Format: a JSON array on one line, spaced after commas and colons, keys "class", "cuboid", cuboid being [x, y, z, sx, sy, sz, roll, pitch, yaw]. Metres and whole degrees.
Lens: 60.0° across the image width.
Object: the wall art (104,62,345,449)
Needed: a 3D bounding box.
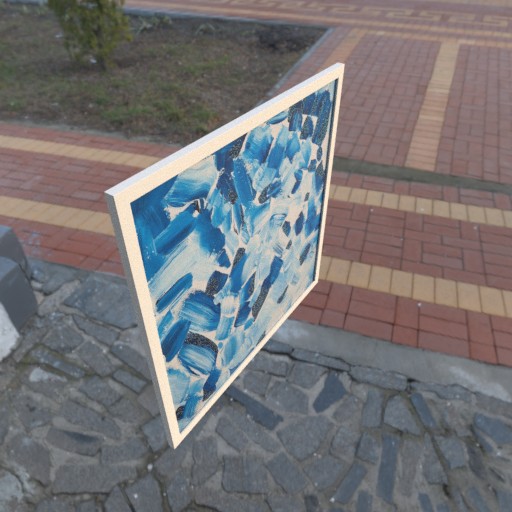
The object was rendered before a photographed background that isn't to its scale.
[{"class": "wall art", "cuboid": [0.000, 0.000, 0.683, 0.012, 0.457, 0.457, 24, 46, 26]}]
